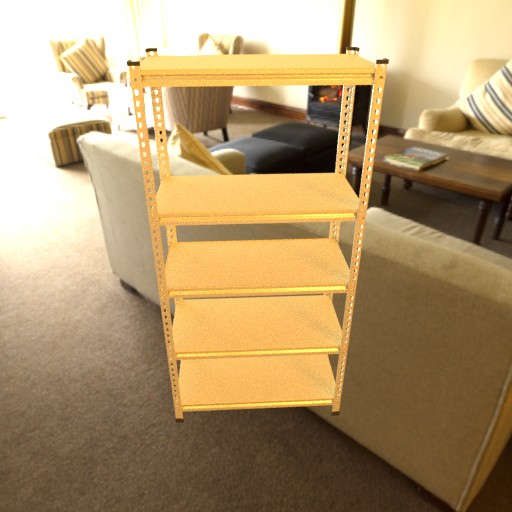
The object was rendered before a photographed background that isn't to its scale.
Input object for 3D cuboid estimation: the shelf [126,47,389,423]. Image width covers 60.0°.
[{"bbox_3d":[0.000,0.000,2.187,0.914,1.829,0.457,-2,30,-3],"label":"shelf"}]
